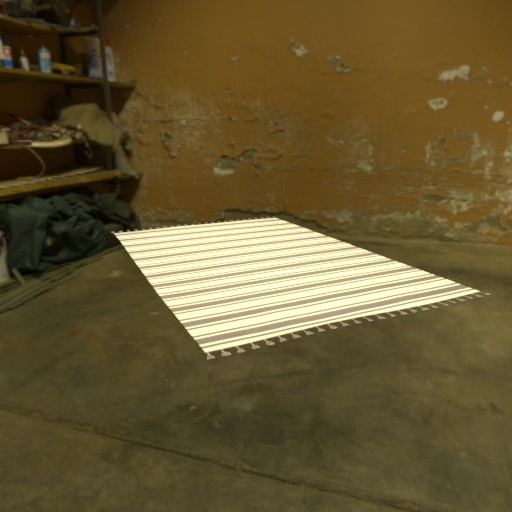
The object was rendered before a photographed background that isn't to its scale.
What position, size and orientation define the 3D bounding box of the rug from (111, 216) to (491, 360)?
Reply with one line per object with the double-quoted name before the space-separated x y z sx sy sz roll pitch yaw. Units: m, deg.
"rug" 0.000 0.000 3.016 1.563 0.014 2.425 -7 17 -25
